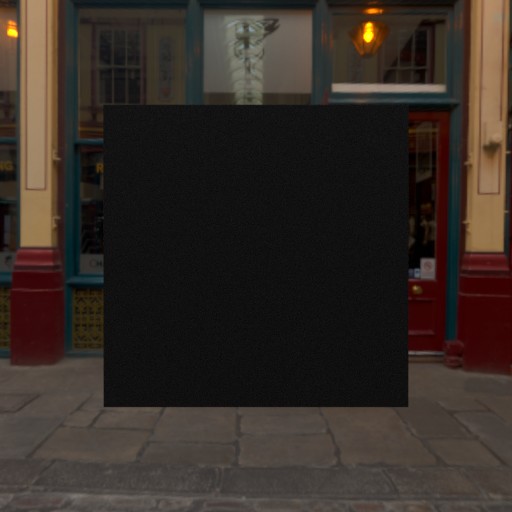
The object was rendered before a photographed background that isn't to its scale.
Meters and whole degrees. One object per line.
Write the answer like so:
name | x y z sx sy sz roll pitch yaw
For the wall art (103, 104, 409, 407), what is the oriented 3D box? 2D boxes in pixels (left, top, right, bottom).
wall art | 0.000 0.000 0.686 0.462 0.458 0.030 0 0 0
